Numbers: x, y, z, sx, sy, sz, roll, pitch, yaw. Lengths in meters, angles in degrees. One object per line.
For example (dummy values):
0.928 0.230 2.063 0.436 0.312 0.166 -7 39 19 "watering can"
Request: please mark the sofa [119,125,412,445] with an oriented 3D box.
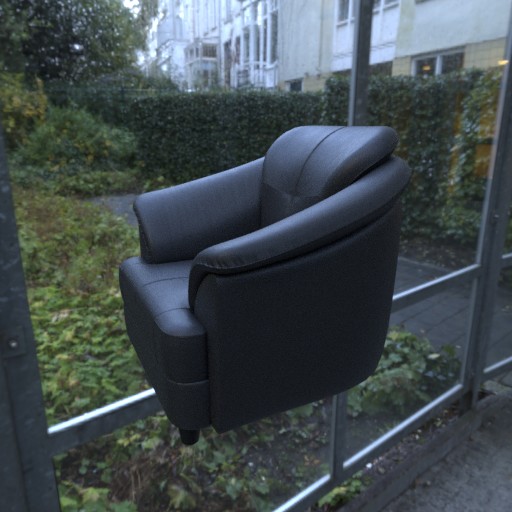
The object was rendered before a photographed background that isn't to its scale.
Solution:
0.000 0.000 1.442 0.794 0.811 0.870 -8 18 -25 "sofa"
